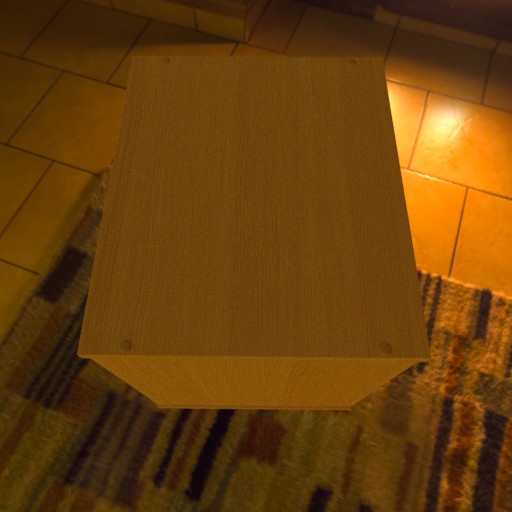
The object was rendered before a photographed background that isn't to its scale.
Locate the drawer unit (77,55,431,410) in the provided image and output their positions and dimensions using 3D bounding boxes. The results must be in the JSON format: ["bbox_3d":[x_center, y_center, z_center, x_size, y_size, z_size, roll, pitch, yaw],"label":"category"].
[{"bbox_3d":[0.000,0.000,0.593,0.290,0.344,0.349,1,64,0],"label":"drawer unit"}]
